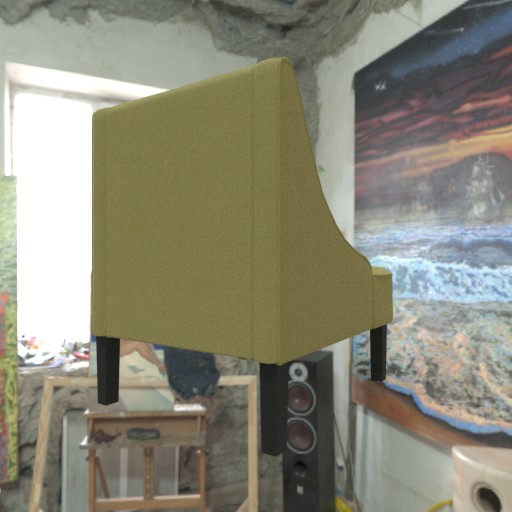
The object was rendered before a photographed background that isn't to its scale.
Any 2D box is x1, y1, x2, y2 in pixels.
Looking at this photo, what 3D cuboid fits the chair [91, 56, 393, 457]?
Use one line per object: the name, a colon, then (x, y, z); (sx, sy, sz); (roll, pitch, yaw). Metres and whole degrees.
chair: (0.000, 0.000, 1.488); (0.696, 0.896, 0.814); (0, 0, 34)
